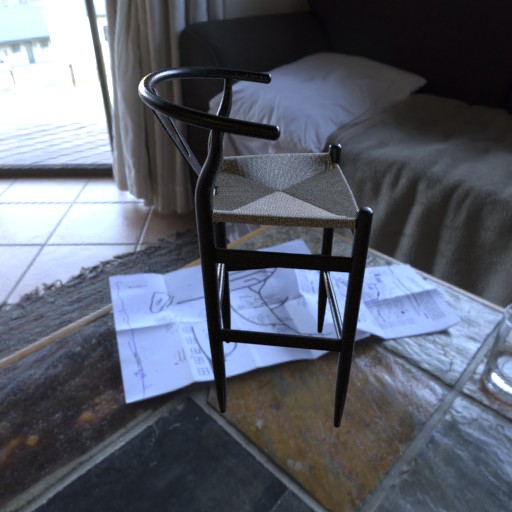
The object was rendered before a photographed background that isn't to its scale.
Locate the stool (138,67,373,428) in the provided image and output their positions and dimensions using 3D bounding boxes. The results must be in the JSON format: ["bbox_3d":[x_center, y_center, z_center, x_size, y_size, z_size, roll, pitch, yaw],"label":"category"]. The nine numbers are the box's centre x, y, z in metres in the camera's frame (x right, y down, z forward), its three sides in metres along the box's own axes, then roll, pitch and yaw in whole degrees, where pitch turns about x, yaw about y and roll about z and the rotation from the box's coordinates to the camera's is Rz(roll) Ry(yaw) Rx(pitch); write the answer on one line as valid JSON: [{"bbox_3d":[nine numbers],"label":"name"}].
[{"bbox_3d":[0.000,0.000,1.406,0.579,1.072,0.569,0,33,0],"label":"stool"}]
